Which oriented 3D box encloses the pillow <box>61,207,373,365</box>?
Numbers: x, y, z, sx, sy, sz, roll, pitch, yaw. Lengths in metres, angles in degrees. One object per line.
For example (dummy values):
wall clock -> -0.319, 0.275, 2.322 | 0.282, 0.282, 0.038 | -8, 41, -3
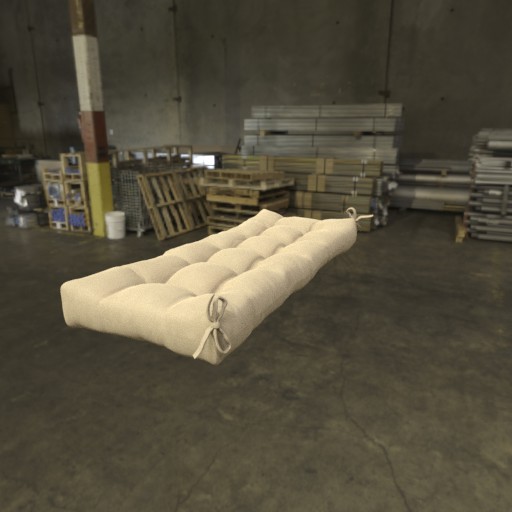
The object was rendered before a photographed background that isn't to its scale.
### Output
pillow -> 0.000, 0.000, 1.415 | 0.511, 0.174, 1.194 | 8, 18, 25
